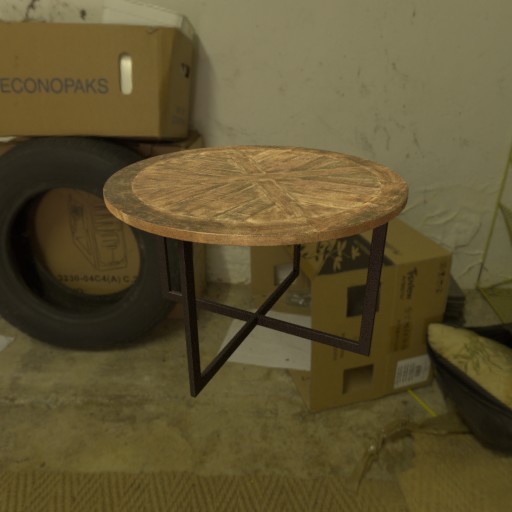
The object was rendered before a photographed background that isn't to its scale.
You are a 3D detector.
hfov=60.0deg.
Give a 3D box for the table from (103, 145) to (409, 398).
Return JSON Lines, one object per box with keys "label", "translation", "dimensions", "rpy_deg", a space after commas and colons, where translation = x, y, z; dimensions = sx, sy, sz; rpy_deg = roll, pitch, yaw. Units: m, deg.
{"label": "table", "translation": [0.000, 0.000, 2.085], "dimensions": [1.264, 0.762, 1.264], "rpy_deg": [0, 26, 0]}
